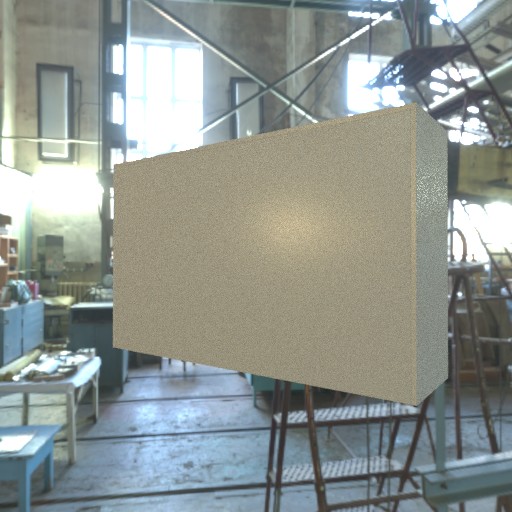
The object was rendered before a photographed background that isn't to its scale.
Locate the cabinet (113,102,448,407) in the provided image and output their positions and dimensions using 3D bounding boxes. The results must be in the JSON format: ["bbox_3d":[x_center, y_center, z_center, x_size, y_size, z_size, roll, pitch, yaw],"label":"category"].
[{"bbox_3d":[0.000,0.000,1.885,1.450,0.900,0.380,0,0,36],"label":"cabinet"}]
